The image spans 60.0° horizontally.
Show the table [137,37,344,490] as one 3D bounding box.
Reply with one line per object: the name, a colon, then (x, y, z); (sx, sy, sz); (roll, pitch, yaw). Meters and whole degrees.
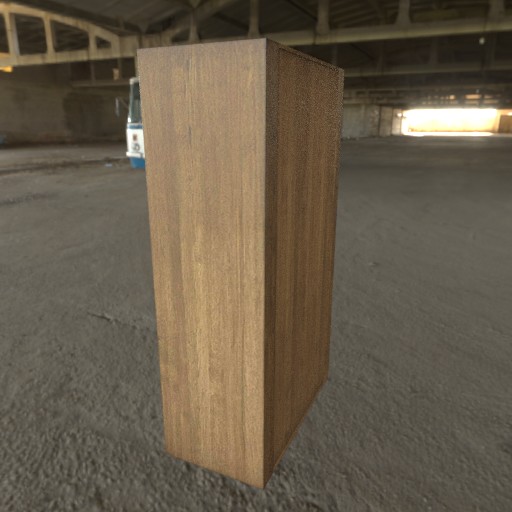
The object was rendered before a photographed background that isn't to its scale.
table: (0.000, 0.000, 2.466); (0.600, 2.000, 1.100); (8, 18, 24)
